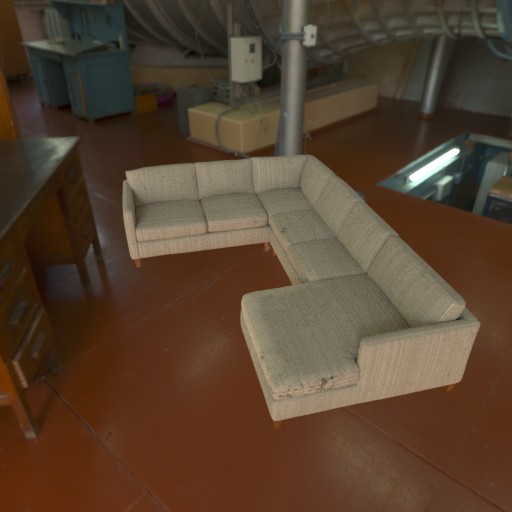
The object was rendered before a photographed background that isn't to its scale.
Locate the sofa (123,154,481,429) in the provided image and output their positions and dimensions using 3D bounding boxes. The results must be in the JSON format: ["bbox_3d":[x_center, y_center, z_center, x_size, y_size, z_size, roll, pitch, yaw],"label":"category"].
[{"bbox_3d":[0.000,0.000,4.505,2.594,0.961,3.460,-8,33,-12],"label":"sofa"}]
